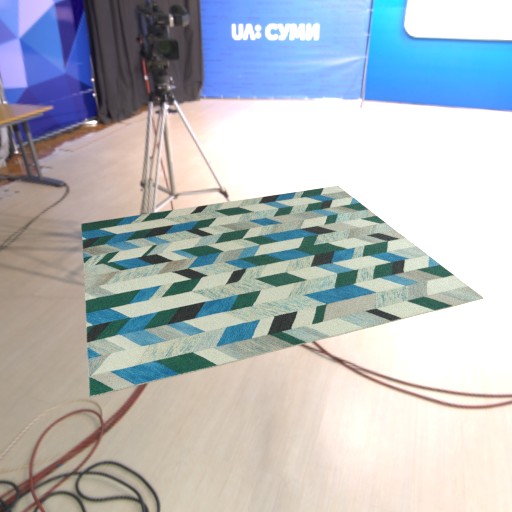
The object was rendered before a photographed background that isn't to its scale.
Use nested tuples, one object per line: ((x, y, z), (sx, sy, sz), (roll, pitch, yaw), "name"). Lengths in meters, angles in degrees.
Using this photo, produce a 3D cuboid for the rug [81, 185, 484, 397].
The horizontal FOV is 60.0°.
((0.000, 0.000, 4.111), (3.036, 0.008, 2.440), (-11, 34, -16), "rug")
